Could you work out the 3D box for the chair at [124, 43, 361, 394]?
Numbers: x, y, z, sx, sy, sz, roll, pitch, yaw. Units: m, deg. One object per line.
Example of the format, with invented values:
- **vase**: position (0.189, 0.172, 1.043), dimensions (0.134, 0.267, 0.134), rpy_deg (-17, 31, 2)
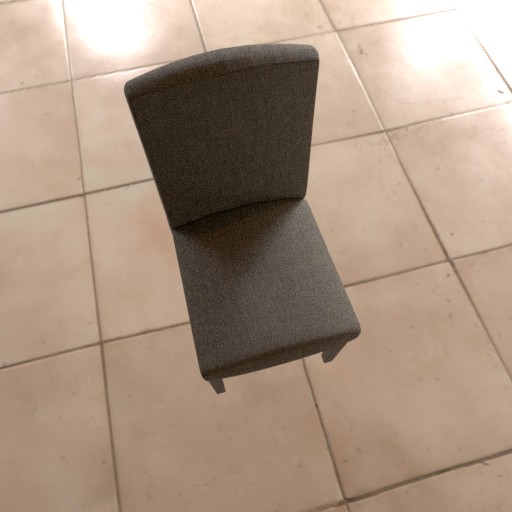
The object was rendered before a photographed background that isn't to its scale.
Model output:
- **chair**: position (0.000, 0.000, 1.244), dimensions (0.451, 0.917, 0.580), rpy_deg (-14, 65, -7)
